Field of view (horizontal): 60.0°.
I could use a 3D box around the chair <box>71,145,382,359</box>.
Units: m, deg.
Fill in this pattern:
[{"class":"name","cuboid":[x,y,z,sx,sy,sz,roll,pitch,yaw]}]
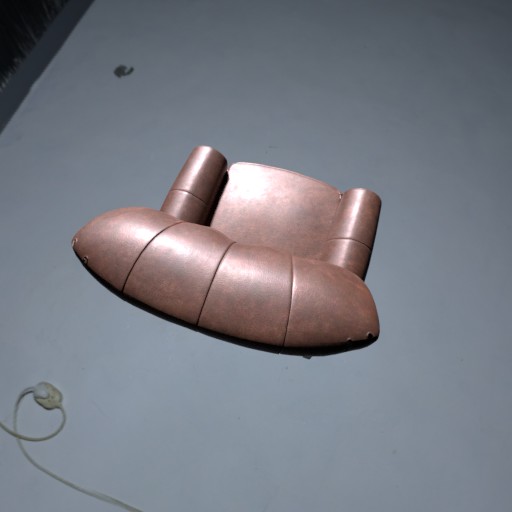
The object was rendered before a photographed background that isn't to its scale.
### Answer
[{"class":"chair","cuboid":[0.000,0.000,1.926,0.979,1.162,1.031,17,66,8]}]
